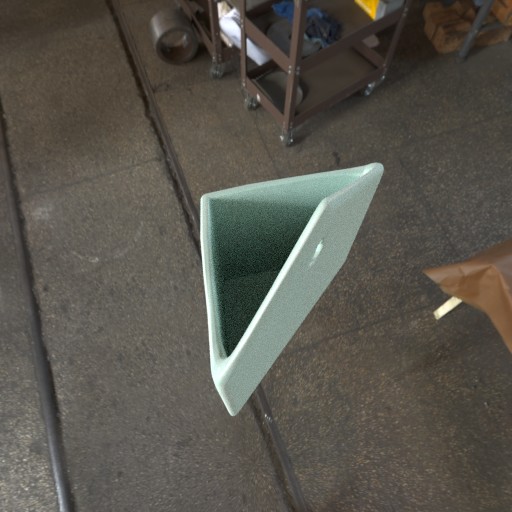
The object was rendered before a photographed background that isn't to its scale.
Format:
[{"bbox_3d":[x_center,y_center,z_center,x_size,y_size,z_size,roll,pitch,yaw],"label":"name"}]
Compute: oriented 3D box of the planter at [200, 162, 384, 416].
[{"bbox_3d":[0.000,0.000,0.285,0.079,0.197,0.164,33,69,15],"label":"planter"}]
